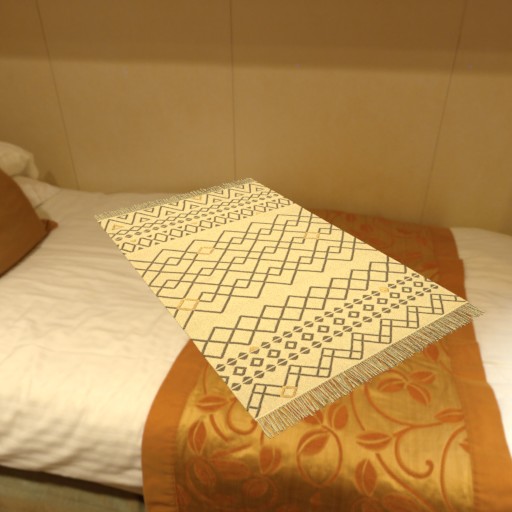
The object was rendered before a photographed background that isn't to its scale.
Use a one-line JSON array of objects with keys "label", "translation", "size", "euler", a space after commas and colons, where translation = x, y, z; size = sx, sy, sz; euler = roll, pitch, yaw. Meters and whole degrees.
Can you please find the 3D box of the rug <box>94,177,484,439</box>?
[{"label": "rug", "translation": [0.000, 0.000, 3.026], "size": [1.495, 0.035, 2.472], "euler": [-19, 36, -28]}]
